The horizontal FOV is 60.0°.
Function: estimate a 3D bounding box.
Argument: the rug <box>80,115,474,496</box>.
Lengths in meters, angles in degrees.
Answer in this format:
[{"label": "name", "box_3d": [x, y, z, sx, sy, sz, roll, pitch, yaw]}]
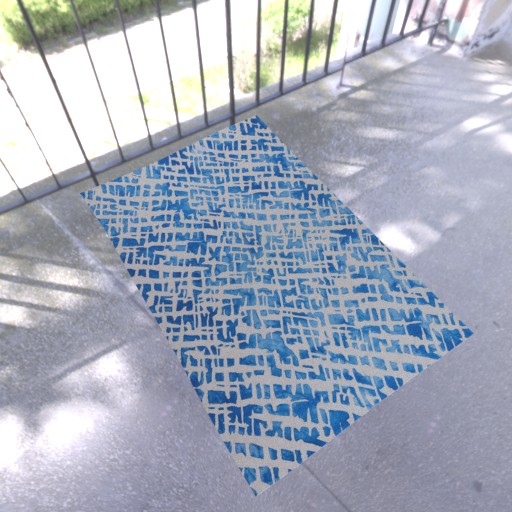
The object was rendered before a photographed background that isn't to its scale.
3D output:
[{"label": "rug", "box_3d": [0.000, 0.000, 2.287, 1.209, 0.011, 1.830, -29, 61, -18]}]
